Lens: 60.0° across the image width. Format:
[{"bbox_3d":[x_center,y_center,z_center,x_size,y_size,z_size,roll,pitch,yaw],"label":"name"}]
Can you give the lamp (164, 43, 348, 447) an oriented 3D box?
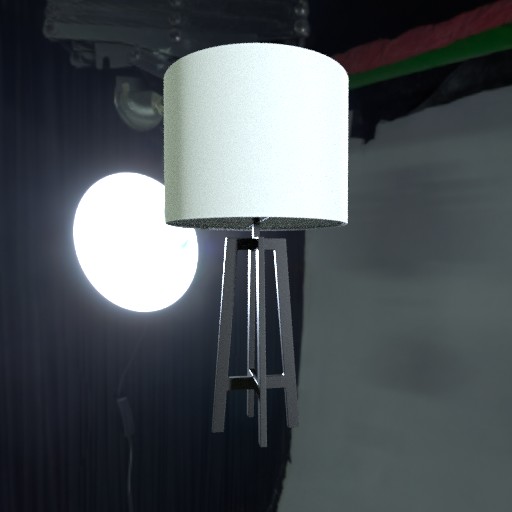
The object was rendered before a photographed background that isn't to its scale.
[{"bbox_3d":[0.000,0.000,0.630,0.257,0.489,0.257,0,0,36],"label":"lamp"}]
